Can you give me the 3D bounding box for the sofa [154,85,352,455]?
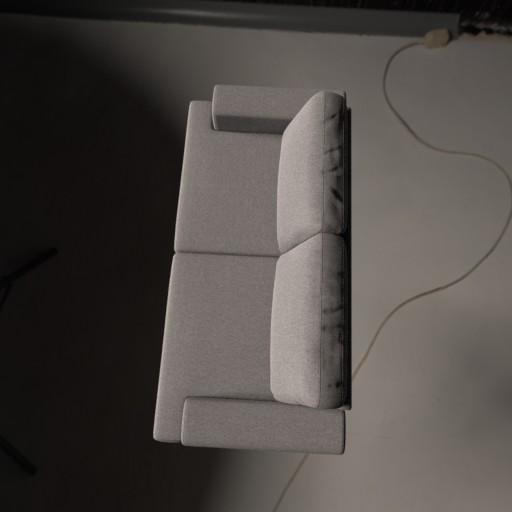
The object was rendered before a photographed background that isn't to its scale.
[{"bbox_3d":[0.000,0.000,2.051,0.785,0.810,1.650,3,75,1],"label":"sofa"}]
